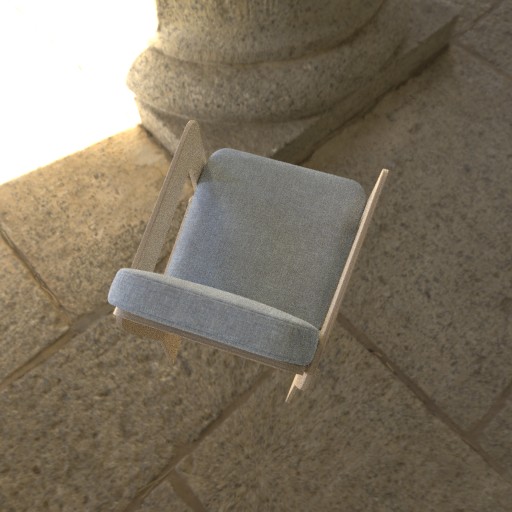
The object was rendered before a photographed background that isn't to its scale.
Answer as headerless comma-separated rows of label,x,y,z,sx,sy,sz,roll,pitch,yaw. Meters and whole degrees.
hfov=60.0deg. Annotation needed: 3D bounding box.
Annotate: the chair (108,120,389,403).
chair,0.000,0.000,1.298,0.590,0.800,0.710,16,65,8
